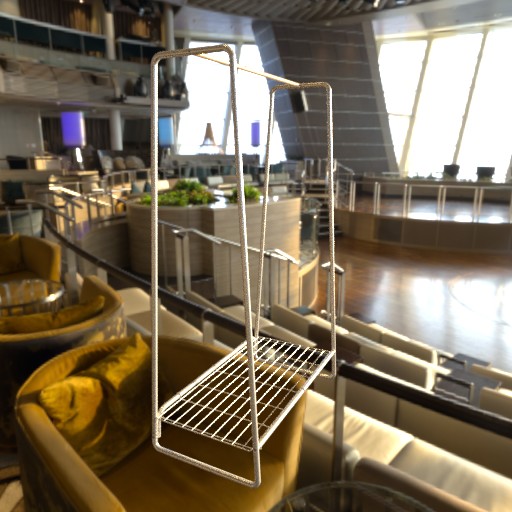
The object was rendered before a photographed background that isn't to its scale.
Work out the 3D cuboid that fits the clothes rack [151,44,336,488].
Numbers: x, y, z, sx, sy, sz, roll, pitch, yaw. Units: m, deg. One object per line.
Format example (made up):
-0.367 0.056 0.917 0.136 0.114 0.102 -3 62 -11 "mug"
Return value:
0.000 0.000 1.913 0.495 1.500 0.900 7 15 27 "clothes rack"
